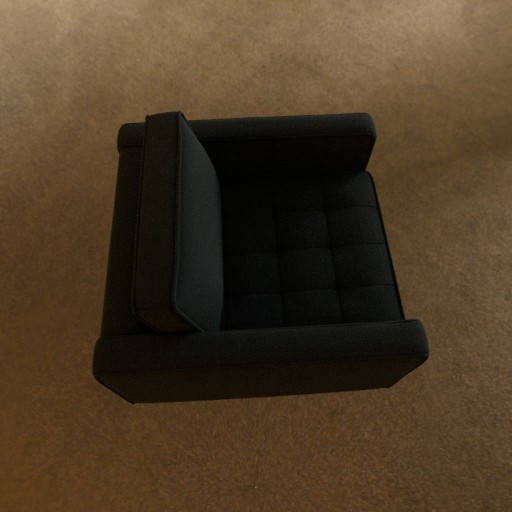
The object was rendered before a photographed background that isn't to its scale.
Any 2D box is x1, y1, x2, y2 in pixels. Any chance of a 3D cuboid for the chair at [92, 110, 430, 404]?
[{"bbox_3d":[0.000,0.000,1.541,0.920,0.770,0.899,-3,62,-2],"label":"chair"}]
